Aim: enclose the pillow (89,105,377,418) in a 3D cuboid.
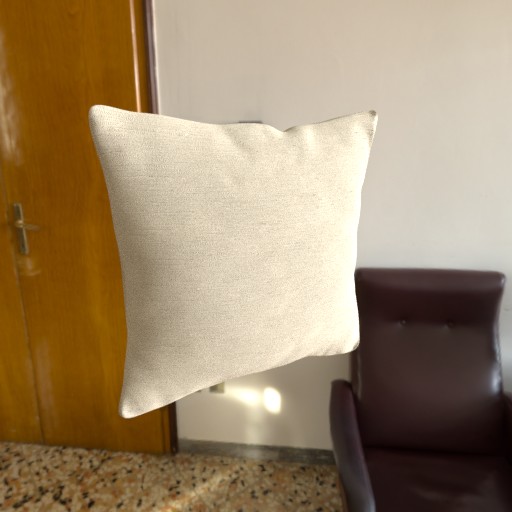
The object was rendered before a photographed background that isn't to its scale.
[{"bbox_3d":[0.000,0.000,0.661,0.437,0.420,0.162,-9,18,-28],"label":"pillow"}]
